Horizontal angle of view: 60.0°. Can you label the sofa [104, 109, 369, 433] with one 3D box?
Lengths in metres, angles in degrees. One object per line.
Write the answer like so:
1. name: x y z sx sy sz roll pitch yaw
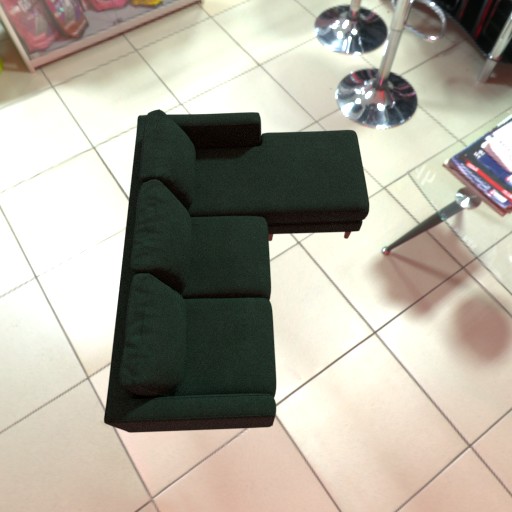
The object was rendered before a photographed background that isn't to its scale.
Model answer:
1. sofa: 0.000 0.000 2.855 1.580 0.899 2.030 -2 63 -1
